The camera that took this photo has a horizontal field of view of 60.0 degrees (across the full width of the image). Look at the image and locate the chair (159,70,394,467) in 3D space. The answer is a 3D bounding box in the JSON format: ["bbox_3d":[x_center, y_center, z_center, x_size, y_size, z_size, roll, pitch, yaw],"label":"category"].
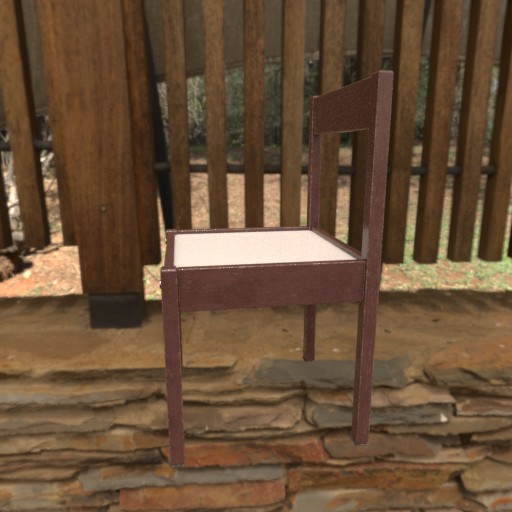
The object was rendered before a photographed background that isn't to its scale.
[{"bbox_3d":[0.000,0.000,0.694,0.285,0.505,0.285,-2,14,-9],"label":"chair"}]
